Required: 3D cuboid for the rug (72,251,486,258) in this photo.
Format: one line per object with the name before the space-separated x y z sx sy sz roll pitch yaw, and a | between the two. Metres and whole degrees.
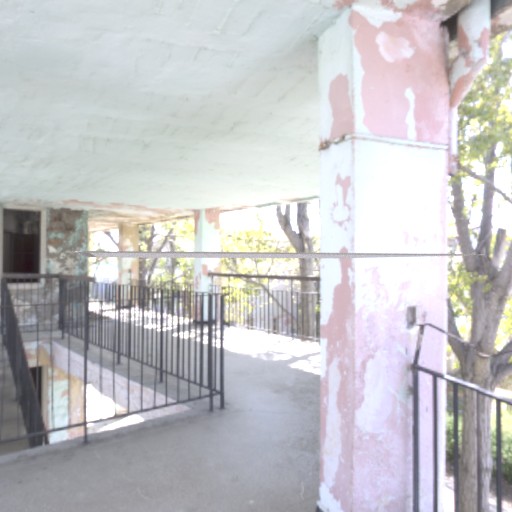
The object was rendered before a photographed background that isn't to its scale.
rug | 0.000 0.000 4.156 3.043 0.013 2.444 0 -1 -19
